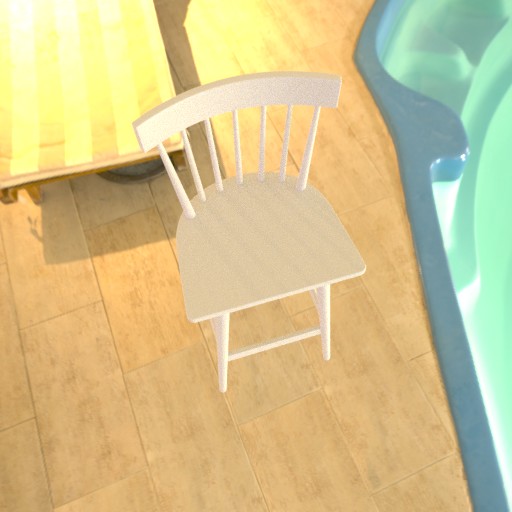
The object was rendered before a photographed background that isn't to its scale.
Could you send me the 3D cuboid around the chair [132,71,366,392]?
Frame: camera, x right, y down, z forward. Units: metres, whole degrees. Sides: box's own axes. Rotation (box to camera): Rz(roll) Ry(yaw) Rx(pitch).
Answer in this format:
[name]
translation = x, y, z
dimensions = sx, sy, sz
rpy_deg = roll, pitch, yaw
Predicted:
[chair]
translation = 0.000, 0.000, 1.399
dimensions = 0.483, 1.092, 0.572
rpy_deg = -15, 66, -7
